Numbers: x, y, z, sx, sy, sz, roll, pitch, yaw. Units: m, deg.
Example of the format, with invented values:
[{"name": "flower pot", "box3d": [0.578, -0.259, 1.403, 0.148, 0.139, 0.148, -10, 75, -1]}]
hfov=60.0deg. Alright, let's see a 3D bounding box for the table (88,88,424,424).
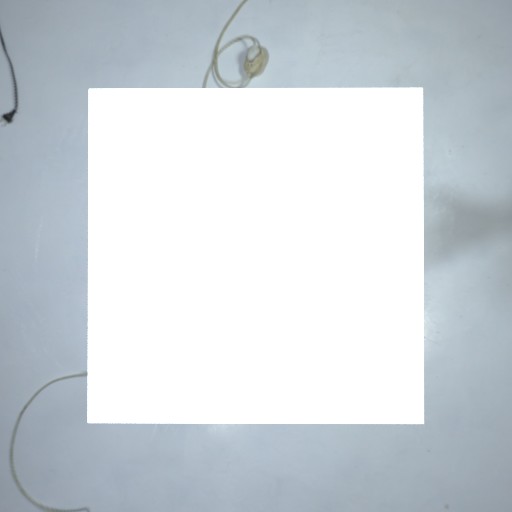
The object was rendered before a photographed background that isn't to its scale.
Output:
[{"name": "table", "box3d": [0.000, 0.000, 1.041, 0.670, 0.305, 0.670, 0, 90, 0]}]
